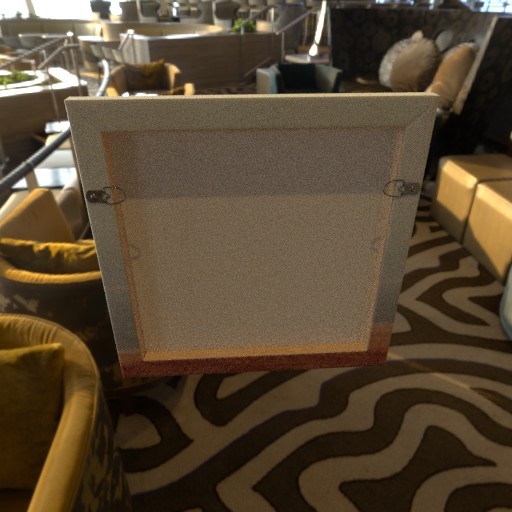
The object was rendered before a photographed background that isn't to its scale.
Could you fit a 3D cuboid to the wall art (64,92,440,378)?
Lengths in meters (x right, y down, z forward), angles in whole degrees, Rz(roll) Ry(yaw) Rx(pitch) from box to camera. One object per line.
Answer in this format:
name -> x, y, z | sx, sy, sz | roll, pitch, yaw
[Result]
wall art -> 0.000, 0.000, 0.876 | 0.605, 0.605, 0.034 | -2, 31, -3
